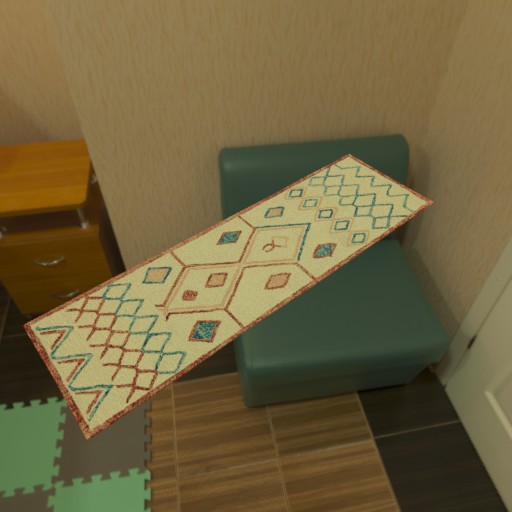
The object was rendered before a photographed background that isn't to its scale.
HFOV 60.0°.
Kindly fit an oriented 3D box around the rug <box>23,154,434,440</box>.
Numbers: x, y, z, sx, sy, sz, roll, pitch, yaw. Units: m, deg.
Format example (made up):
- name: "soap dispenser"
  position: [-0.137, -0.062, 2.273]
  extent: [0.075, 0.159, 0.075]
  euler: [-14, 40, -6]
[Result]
- name: "rug"
  position: [0.000, 0.000, 2.579]
  extent: [2.435, 0.011, 0.750]
  euler: [-31, 53, -26]
